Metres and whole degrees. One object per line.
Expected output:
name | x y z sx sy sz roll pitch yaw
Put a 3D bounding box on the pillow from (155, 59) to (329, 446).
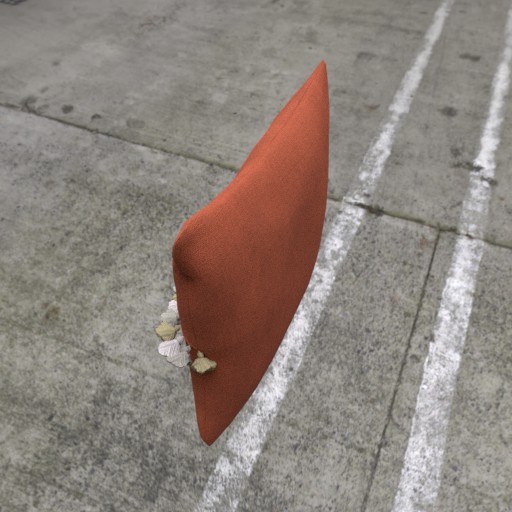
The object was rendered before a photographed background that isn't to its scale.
pillow | 0.000 0.000 0.742 0.165 0.482 0.490 18 49 17
